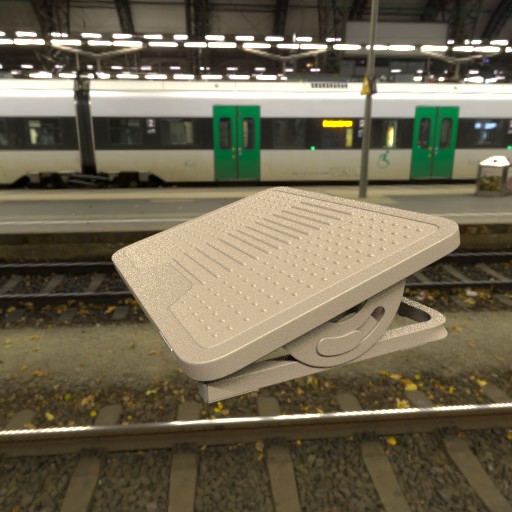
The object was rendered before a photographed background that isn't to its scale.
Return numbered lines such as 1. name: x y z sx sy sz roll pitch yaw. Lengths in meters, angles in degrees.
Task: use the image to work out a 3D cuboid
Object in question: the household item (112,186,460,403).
1. household item: 0.000 0.000 0.552 0.301 0.126 0.390 -7 17 -25
